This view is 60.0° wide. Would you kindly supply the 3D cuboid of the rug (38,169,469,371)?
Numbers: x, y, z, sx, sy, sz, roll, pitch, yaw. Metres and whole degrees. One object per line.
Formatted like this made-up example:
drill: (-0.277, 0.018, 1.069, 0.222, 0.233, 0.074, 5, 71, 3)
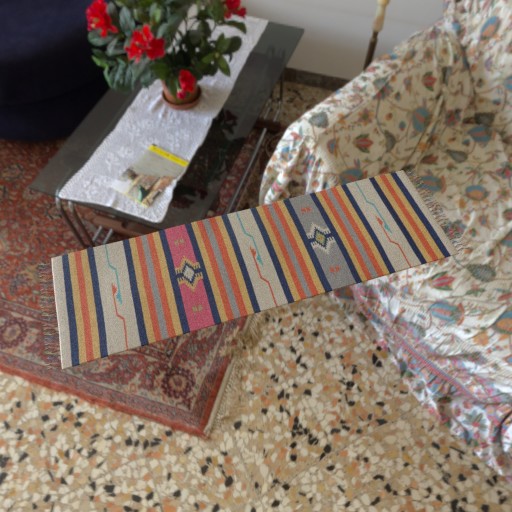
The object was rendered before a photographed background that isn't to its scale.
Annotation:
rug: (0.000, 0.000, 2.607, 2.455, 0.017, 0.695, -15, 59, -9)
